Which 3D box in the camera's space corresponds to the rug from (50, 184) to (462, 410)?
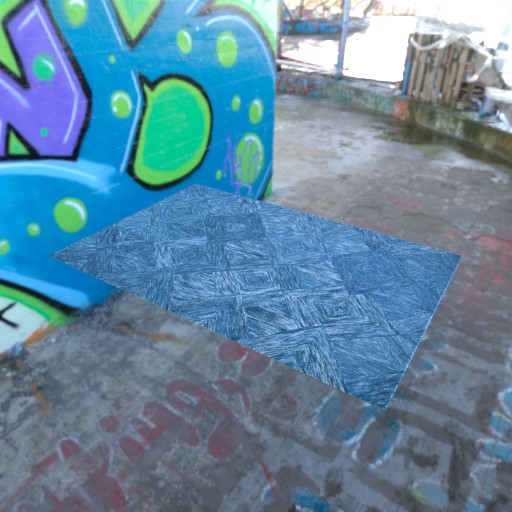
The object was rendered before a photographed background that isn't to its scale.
[{"bbox_3d":[0.000,0.000,2.923,2.277,0.015,1.490,19,36,28],"label":"rug"}]
